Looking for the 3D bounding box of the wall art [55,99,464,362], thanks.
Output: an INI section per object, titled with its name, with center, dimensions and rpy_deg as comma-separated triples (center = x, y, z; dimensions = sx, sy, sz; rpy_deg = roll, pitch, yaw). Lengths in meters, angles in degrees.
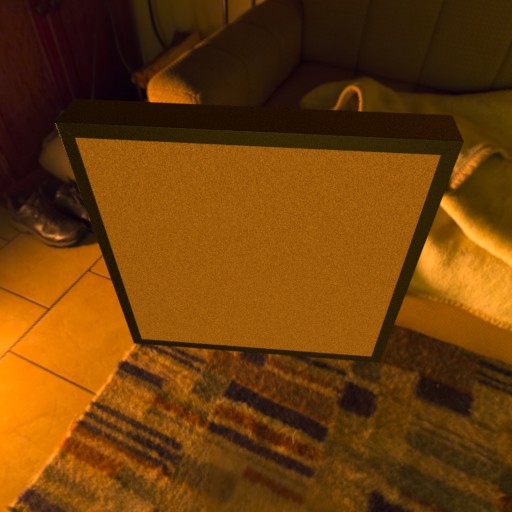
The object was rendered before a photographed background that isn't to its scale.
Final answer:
[wall art]
center = 0.000, 0.000, 0.450
dimensions = 0.304, 0.304, 0.038
rpy_deg = 4, 46, 4
